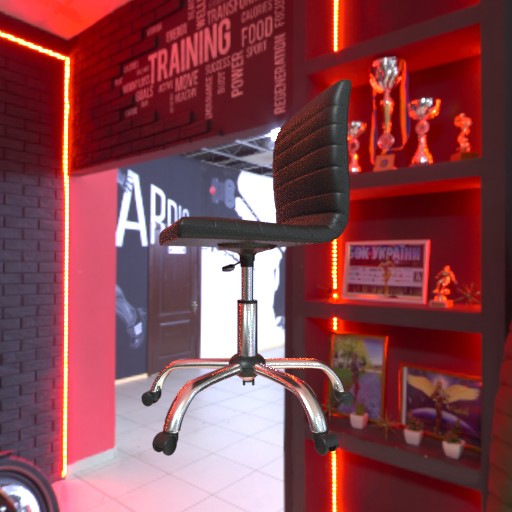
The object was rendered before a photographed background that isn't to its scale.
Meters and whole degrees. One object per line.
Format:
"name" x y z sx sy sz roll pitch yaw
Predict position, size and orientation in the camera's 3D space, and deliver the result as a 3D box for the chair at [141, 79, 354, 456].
"chair" 0.000 0.000 1.099 0.530 0.780 0.556 0 -1 -18
